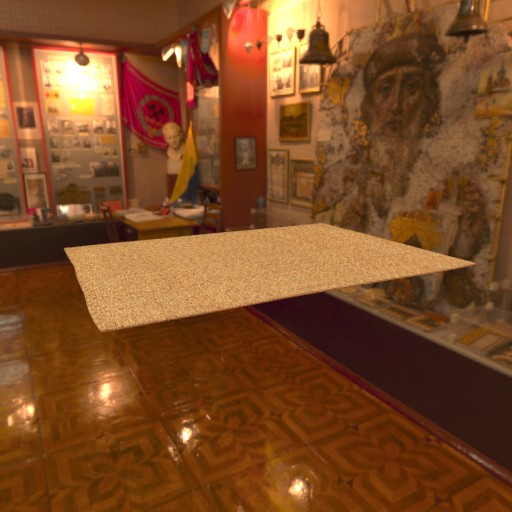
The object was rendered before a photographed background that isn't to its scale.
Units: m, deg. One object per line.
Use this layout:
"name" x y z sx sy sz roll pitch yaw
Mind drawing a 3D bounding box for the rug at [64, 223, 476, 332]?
"rug" 0.000 0.000 2.808 2.141 0.013 1.566 -7 16 -27
